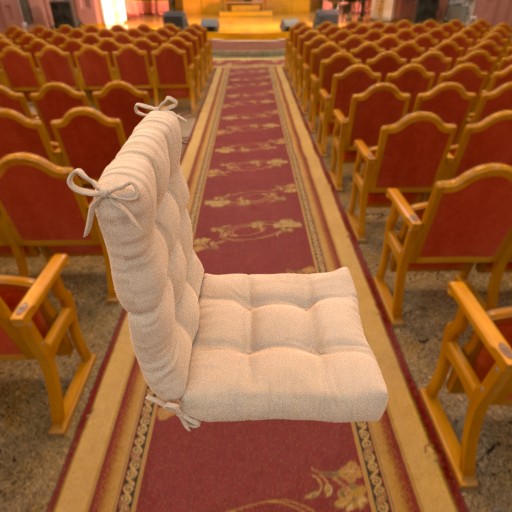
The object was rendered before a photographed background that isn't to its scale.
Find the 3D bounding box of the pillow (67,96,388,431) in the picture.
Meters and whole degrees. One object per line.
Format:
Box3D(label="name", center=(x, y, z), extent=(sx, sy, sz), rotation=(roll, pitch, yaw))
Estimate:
Box3D(label="pillow", center=(0.000, 0.000, 1.005), extent=(0.571, 0.605, 0.519), rotation=(0, 33, 0))
